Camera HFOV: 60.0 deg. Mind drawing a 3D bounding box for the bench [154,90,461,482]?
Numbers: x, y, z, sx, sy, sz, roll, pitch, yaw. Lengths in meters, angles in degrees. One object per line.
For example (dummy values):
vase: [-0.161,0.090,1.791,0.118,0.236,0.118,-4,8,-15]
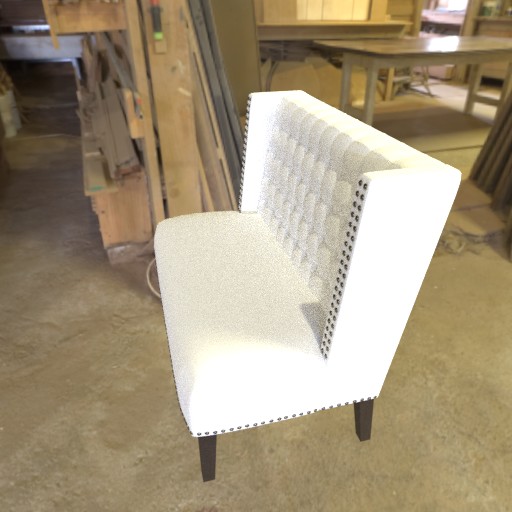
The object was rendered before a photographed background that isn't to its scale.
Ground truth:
bench: [0.000,0.000,1.931,0.847,1.123,1.280,-8,31,-13]
